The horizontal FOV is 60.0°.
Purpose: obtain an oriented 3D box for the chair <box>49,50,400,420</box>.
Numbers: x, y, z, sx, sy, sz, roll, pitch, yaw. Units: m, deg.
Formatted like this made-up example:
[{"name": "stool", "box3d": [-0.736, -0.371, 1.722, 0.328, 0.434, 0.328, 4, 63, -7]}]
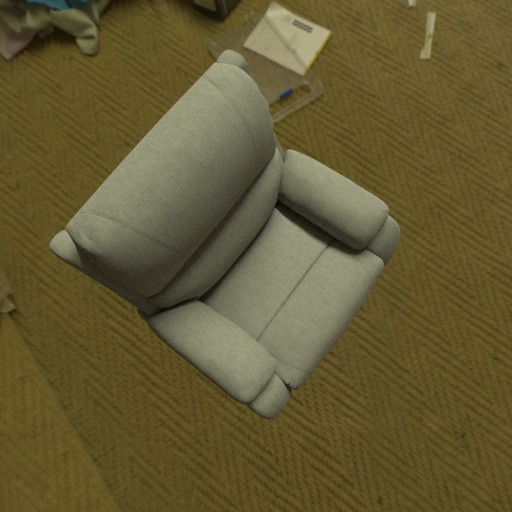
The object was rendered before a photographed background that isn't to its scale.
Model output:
[{"name": "chair", "box3d": [0.000, 0.000, 1.702, 0.899, 1.011, 0.930, 37, 79, 8]}]
